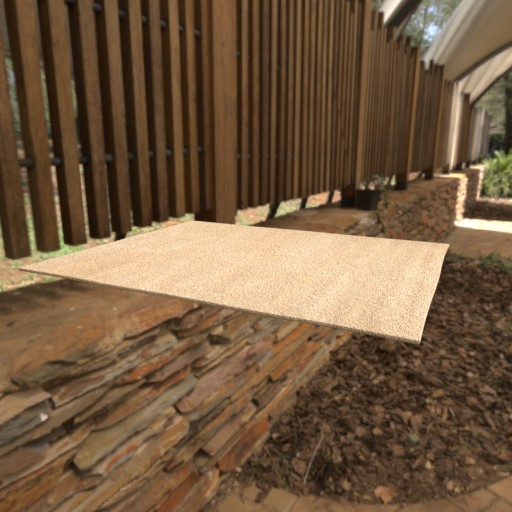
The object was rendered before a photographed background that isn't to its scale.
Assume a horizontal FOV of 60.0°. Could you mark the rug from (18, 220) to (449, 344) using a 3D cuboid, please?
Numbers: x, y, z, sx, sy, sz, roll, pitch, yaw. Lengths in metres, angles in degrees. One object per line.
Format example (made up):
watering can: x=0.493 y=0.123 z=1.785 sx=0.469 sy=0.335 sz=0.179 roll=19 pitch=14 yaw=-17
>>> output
rug: x=0.000 y=0.000 z=3.897 sx=3.000 sy=0.025 sz=2.400 roll=7 pitch=16 yaw=25
